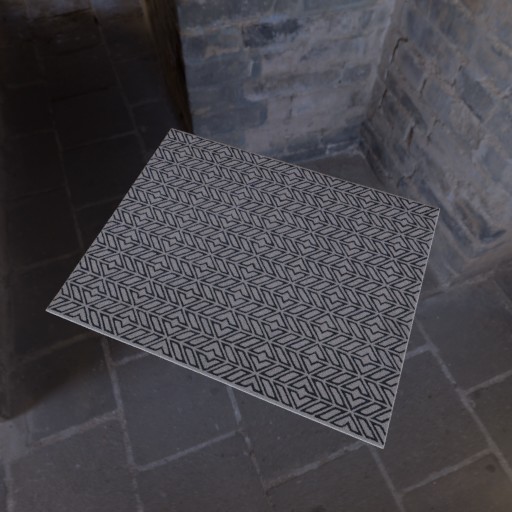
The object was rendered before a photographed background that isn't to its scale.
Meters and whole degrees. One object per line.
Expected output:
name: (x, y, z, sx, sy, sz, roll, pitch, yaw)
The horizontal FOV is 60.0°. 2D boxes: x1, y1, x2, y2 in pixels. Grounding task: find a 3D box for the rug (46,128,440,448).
rug: (0.000, 0.000, 4.204, 3.045, 0.008, 2.421, 19, 62, 11)
